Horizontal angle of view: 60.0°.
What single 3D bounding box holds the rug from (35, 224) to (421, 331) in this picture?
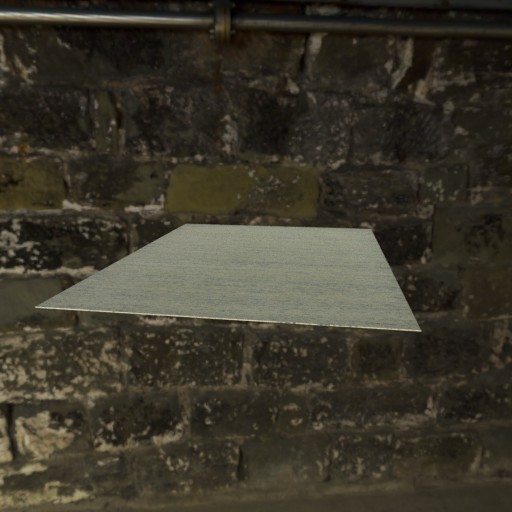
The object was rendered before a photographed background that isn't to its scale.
[{"bbox_3d":[0.000,0.000,4.268,2.438,0.006,3.197,2,14,9],"label":"rug"}]
